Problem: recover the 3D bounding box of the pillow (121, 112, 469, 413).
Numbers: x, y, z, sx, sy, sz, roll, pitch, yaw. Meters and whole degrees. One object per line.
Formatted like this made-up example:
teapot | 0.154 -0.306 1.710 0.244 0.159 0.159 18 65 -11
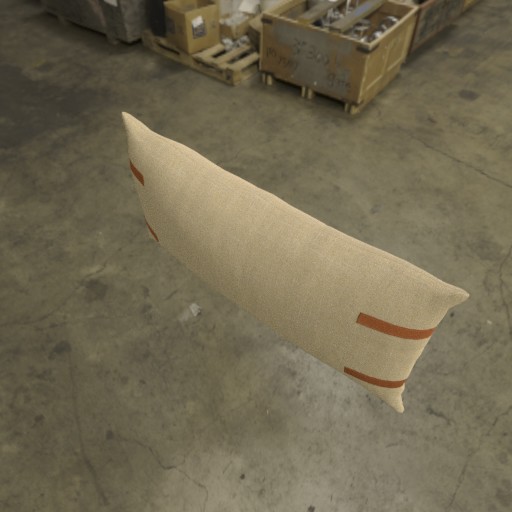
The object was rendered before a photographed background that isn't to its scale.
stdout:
pillow | 0.000 0.000 0.724 0.612 0.308 0.148 32 56 26
